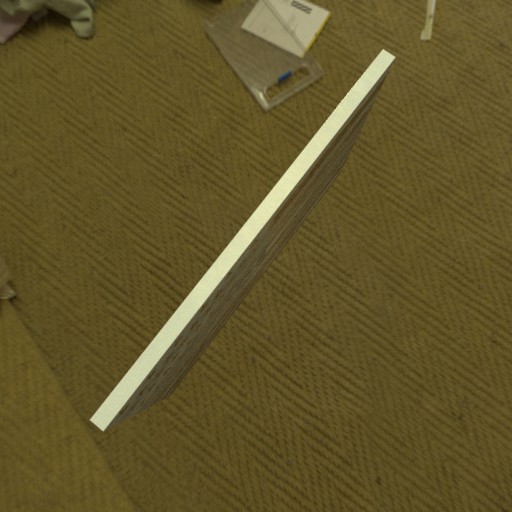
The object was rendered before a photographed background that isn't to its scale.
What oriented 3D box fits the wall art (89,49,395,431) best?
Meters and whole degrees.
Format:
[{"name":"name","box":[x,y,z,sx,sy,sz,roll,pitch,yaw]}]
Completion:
[{"name":"wall art","box":[0.000,0.000,1.425,0.041,0.762,1.145,36,80,7]}]
